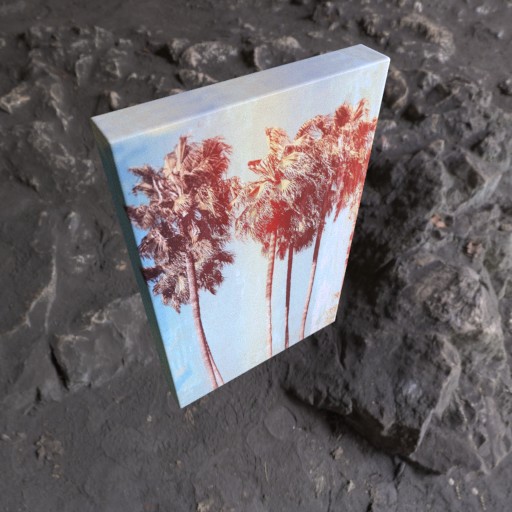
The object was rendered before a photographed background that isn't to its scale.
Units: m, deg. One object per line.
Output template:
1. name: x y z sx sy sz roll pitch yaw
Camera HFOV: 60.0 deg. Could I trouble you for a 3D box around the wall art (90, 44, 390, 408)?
1. wall art: 0.000 0.000 0.479 0.251 0.380 0.039 -25 51 -22
